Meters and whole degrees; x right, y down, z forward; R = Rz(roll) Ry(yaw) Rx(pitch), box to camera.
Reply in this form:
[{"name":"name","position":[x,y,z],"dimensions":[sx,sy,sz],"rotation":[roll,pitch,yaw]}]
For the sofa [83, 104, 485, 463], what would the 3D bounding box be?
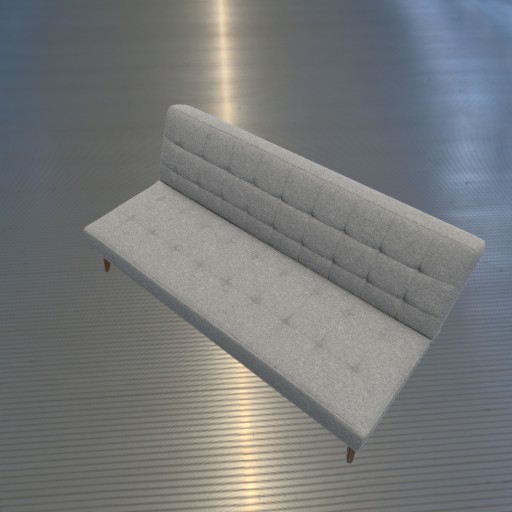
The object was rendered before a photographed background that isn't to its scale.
[{"name":"sofa","position":[0.000,0.000,2.234],"dimensions":[1.800,0.810,0.860],"rotation":[32,54,26]}]
